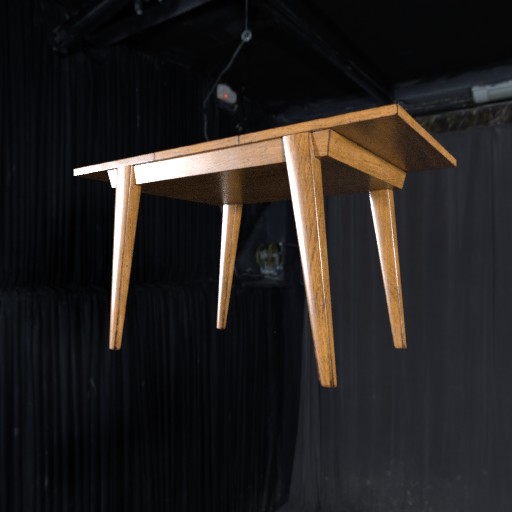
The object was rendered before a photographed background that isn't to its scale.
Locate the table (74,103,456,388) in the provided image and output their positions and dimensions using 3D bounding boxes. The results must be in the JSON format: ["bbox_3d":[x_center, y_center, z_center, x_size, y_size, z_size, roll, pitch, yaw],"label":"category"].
[{"bbox_3d":[0.000,0.000,1.831,1.400,0.760,0.757,-1,-1,35],"label":"table"}]
